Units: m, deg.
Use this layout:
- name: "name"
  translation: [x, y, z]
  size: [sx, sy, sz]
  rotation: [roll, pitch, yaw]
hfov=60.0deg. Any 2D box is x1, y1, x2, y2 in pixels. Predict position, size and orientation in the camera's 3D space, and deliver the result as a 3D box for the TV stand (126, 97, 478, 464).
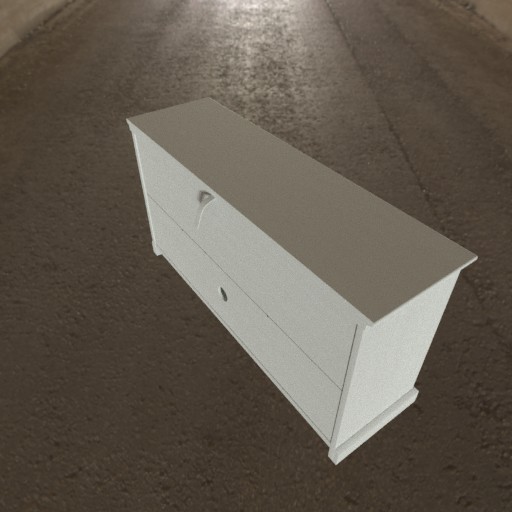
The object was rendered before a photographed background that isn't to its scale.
- name: "TV stand"
  translation: [0.000, 0.000, 1.493]
  size: [0.424, 0.624, 1.187]
  rotation: [-25, 47, -26]
